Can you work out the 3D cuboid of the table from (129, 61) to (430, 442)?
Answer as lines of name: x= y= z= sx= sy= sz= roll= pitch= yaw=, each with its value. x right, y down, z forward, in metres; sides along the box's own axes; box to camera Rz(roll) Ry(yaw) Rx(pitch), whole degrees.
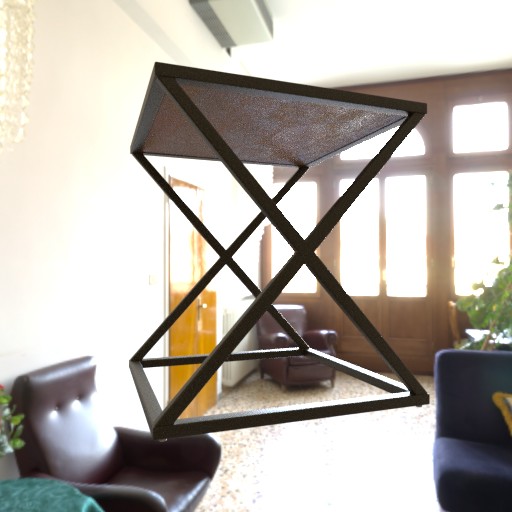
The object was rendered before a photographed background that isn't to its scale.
table: x=0.000 y=0.000 z=0.971 sx=0.500 sy=0.565 sz=0.500 roll=0 pitch=-1 yaw=-20
